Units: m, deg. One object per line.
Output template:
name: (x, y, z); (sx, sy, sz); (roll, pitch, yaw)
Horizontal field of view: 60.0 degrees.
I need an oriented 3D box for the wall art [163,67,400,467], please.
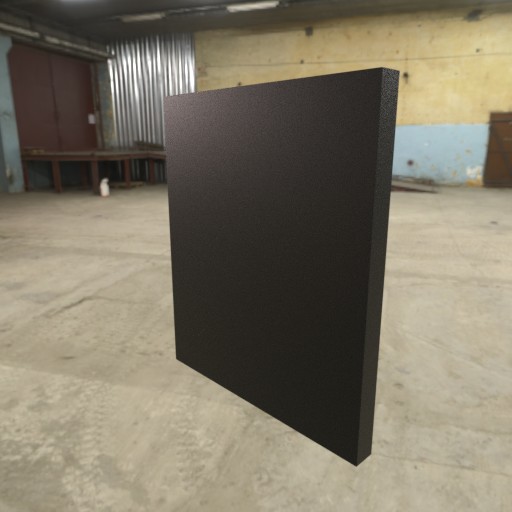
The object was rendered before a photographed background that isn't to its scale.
wall art: (0.000, 0.000, 0.529); (0.028, 0.380, 0.325); (-13, 19, -42)
